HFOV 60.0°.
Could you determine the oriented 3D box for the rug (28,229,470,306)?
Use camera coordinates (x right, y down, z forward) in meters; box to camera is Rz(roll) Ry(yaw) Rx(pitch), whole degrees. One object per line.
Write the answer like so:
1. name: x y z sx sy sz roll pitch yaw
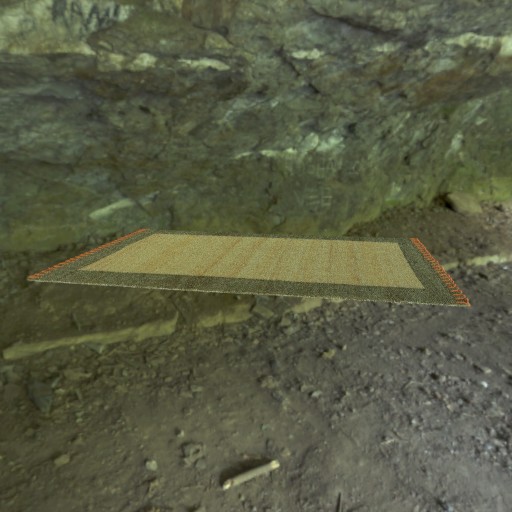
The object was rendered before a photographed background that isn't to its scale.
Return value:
1. rug: 0.000 0.000 2.343 1.838 0.019 1.220 3 14 10
